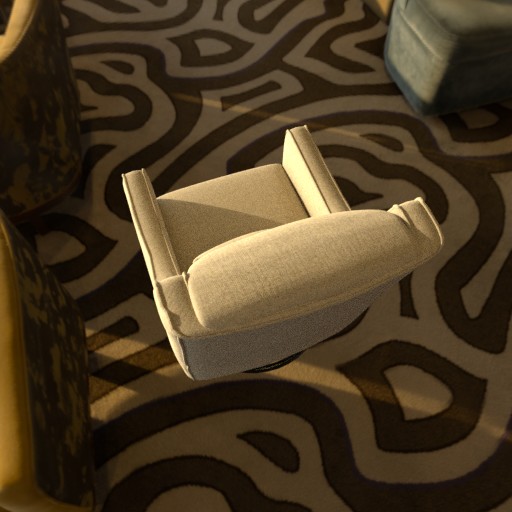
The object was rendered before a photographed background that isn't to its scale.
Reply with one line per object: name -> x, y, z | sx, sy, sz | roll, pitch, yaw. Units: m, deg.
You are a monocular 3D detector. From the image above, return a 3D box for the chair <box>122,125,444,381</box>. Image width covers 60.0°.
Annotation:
chair -> 0.000, 0.000, 1.559 | 0.732, 0.993, 0.879 | -18, 60, -11
